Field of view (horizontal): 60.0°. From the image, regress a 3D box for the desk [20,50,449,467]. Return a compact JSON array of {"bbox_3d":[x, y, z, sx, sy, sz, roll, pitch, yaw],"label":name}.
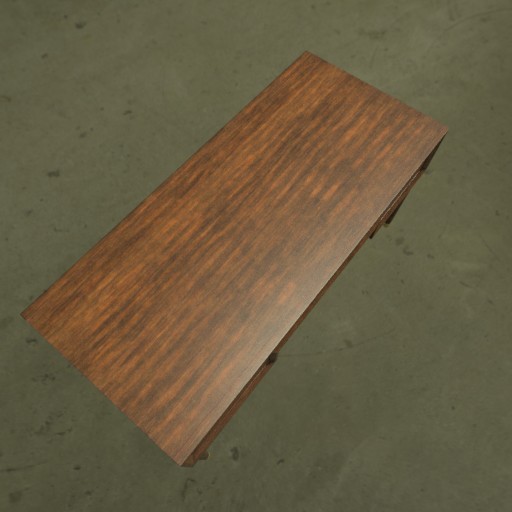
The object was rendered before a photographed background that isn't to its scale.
[{"bbox_3d":[0.000,0.000,1.950,0.724,0.762,1.575,36,69,16],"label":"desk"}]
